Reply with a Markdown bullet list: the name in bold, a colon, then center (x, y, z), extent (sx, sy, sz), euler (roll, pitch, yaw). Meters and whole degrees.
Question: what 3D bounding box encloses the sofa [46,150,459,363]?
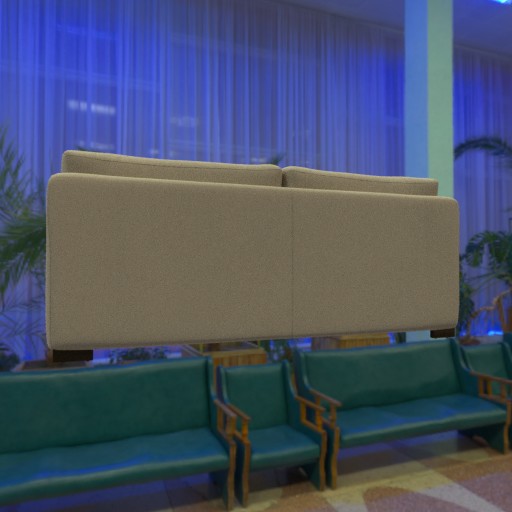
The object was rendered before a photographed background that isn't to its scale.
- **sofa**: center (0.000, 0.000, 2.583), extent (2.147, 0.925, 0.929), euler (0, -1, -19)
